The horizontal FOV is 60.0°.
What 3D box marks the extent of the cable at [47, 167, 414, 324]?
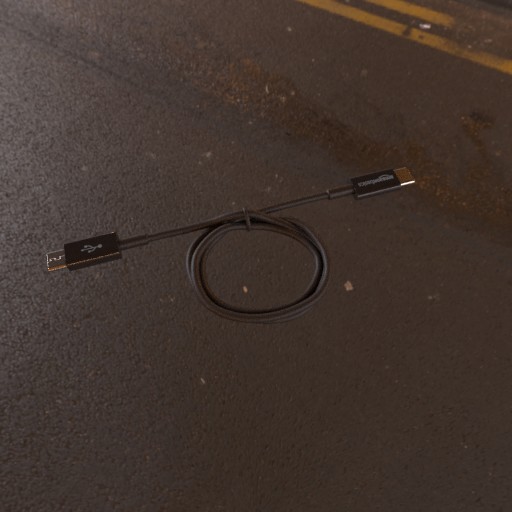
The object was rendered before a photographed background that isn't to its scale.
[{"bbox_3d":[0.000,0.000,0.211,0.192,0.014,0.070,-14,59,-9],"label":"cable"}]
